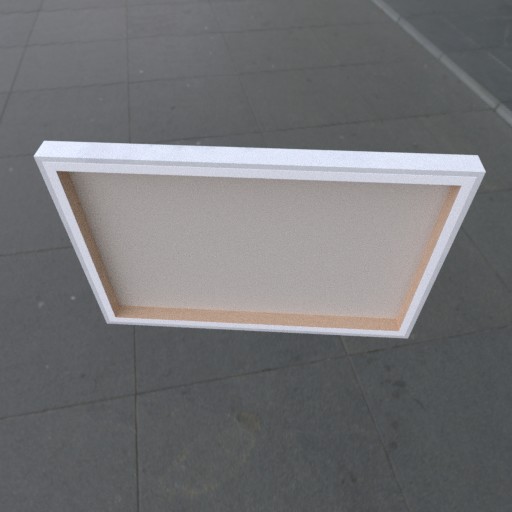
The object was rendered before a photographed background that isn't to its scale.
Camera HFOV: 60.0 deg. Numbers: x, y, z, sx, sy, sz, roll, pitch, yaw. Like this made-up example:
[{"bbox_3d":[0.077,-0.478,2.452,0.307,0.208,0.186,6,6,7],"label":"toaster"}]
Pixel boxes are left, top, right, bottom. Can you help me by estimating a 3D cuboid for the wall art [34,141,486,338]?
[{"bbox_3d":[0.000,0.000,0.758,0.609,0.407,0.038,2,48,2],"label":"wall art"}]
